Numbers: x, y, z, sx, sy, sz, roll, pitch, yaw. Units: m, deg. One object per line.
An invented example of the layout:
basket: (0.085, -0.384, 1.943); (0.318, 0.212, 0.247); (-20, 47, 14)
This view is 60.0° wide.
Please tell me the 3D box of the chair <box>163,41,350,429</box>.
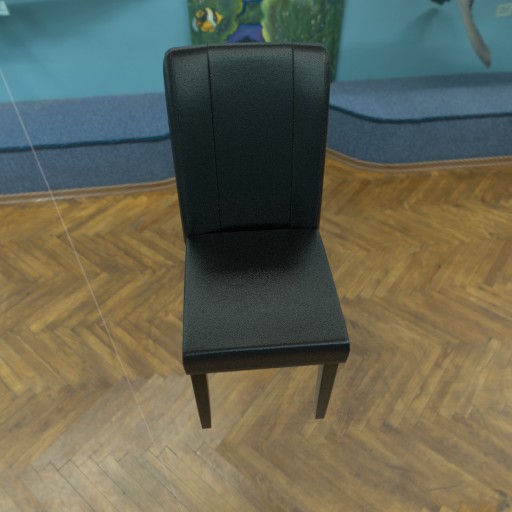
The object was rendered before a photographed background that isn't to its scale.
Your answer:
chair: (0.000, 0.000, 1.174); (0.399, 0.897, 0.556); (-4, 46, -3)
